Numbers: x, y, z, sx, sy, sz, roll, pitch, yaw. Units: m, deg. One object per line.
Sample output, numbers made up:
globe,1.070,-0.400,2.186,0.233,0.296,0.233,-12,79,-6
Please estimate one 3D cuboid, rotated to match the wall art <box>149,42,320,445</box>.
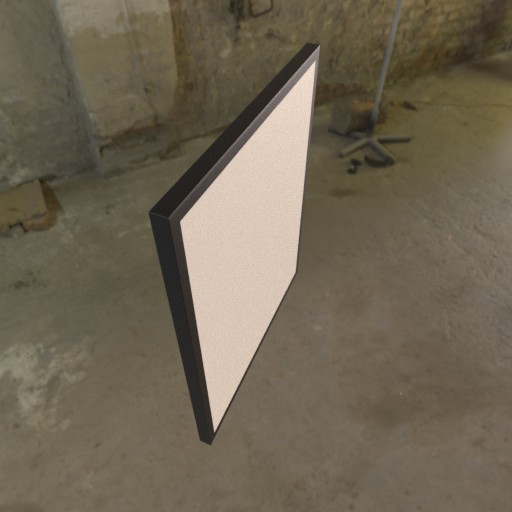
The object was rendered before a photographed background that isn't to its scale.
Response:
wall art,0.000,0.000,0.710,0.021,0.509,0.430,17,48,16
